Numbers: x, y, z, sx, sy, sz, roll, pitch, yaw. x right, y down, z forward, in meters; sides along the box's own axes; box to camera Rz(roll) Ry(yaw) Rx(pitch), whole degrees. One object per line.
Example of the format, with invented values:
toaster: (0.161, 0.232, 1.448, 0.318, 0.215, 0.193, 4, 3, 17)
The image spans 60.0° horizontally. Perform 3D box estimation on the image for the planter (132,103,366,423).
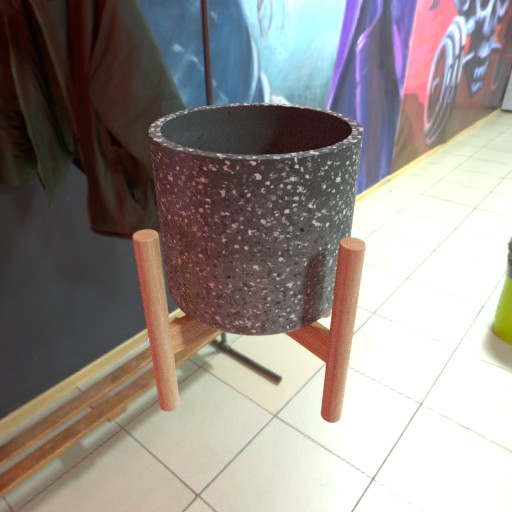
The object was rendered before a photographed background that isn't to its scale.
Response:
planter: (0.000, 0.000, 0.548, 0.284, 0.320, 0.284, -9, 32, -15)
